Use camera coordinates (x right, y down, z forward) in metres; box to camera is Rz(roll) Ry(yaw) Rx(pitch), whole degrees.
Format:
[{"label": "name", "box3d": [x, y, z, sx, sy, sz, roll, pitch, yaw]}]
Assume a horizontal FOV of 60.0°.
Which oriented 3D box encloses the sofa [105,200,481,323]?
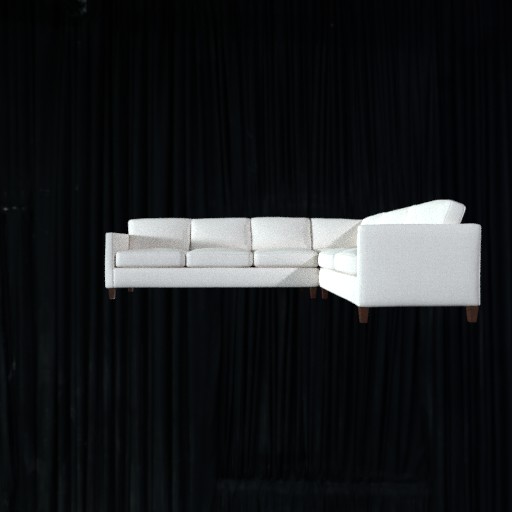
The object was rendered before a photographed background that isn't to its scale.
[{"label": "sofa", "box3d": [0.000, 0.000, 4.495, 3.302, 0.947, 2.593, 0, 1, -2]}]
